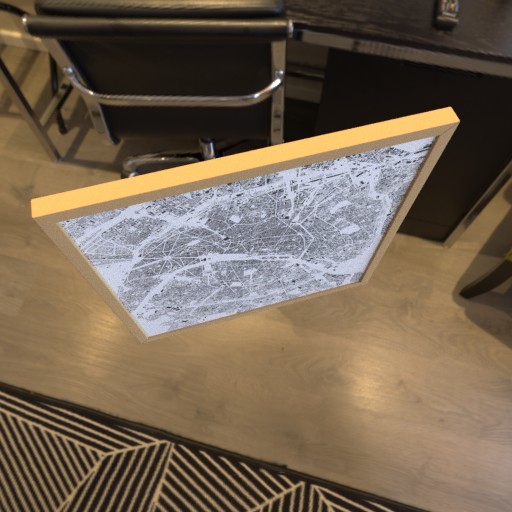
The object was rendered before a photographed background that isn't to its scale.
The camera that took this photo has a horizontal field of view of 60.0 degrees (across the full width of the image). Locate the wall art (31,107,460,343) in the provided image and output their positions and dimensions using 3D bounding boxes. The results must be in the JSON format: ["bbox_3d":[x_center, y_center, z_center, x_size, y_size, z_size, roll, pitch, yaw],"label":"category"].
[{"bbox_3d":[0.000,0.000,1.109,0.761,0.761,0.037,-14,64,-7],"label":"wall art"}]
